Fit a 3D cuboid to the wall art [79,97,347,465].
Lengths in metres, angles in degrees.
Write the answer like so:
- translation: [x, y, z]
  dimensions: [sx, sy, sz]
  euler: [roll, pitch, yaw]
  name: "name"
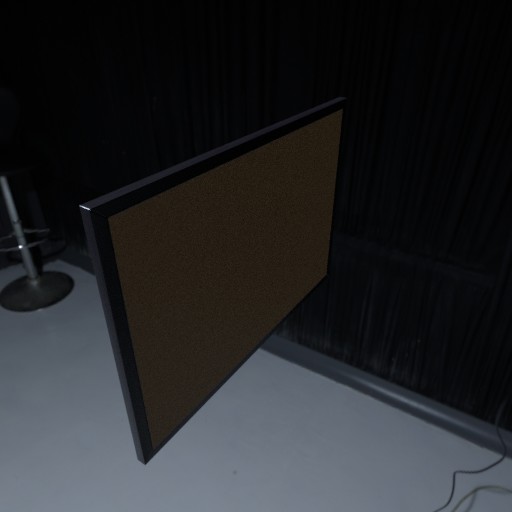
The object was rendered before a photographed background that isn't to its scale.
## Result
- translation: [0.000, 0.000, 0.557]
  dimensions: [0.013, 0.306, 0.440]
  euler: [20, 37, 29]
  name: "wall art"
